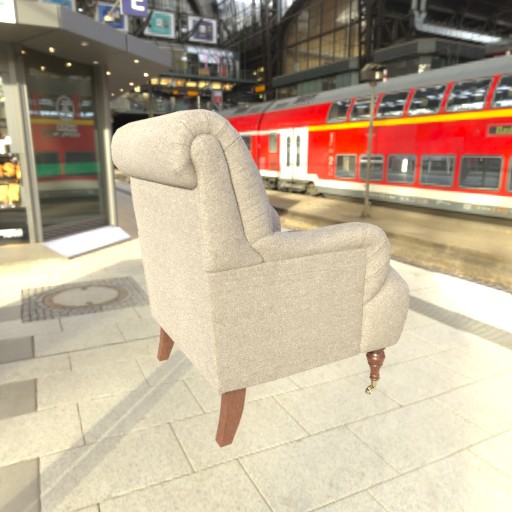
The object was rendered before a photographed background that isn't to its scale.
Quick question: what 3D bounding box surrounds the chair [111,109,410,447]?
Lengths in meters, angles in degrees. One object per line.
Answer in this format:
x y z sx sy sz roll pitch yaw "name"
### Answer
0.000 0.000 1.591 0.843 0.942 0.766 -7 15 -27 "chair"
